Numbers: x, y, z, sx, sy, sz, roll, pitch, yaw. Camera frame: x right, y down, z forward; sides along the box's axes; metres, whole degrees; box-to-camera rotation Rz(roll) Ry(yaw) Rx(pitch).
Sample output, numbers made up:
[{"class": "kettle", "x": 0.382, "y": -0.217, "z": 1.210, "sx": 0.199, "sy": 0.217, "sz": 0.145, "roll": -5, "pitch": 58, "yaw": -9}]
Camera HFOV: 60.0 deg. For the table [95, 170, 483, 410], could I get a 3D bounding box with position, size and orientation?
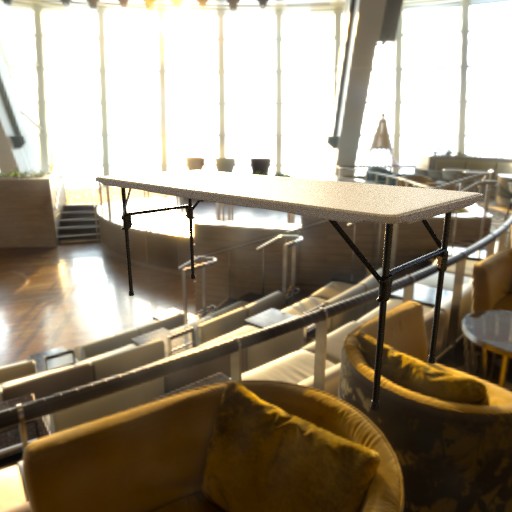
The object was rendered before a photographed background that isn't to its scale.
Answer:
[{"class": "table", "x": 0.000, "y": 0.000, "z": 2.214, "sx": 1.829, "sy": 0.719, "sz": 0.761, "roll": 14, "pitch": 21, "yaw": 43}]
